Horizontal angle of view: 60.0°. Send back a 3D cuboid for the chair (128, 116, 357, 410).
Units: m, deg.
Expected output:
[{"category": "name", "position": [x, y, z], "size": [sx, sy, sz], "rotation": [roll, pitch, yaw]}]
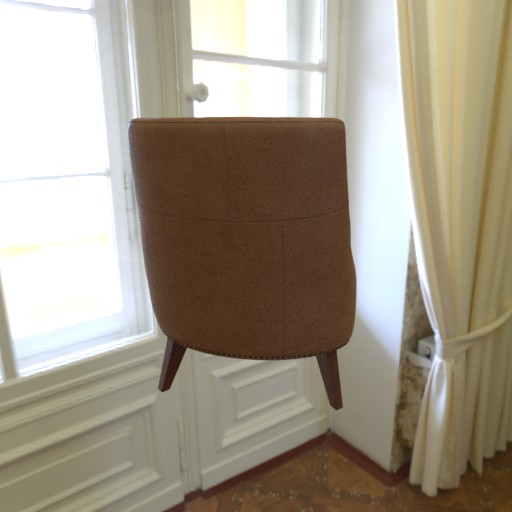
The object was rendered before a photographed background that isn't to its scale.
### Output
[{"category": "chair", "position": [0.000, 0.000, 1.539], "size": [0.701, 0.909, 0.861], "rotation": [3, 17, 9]}]
